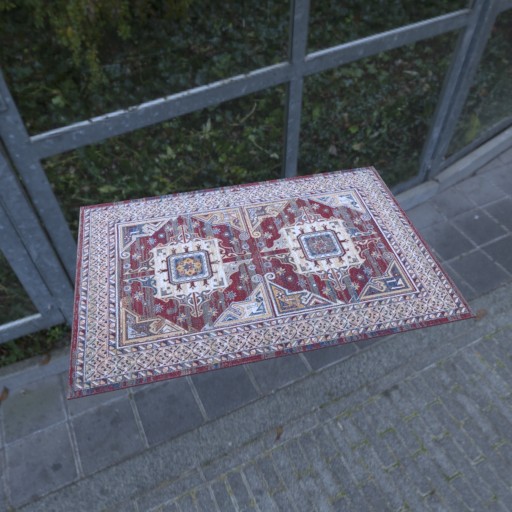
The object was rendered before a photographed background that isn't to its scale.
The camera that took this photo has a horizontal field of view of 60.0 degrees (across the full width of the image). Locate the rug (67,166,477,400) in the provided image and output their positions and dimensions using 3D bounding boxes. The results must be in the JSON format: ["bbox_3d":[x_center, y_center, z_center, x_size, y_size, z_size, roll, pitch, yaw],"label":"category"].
[{"bbox_3d":[0.000,0.000,5.817,4.578,0.033,3.033,-9,47,-9],"label":"rug"}]
